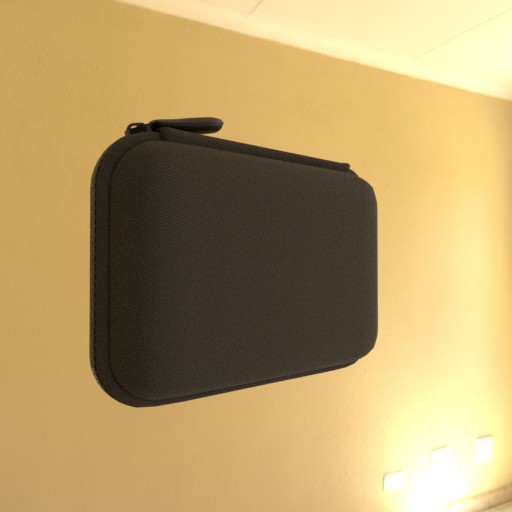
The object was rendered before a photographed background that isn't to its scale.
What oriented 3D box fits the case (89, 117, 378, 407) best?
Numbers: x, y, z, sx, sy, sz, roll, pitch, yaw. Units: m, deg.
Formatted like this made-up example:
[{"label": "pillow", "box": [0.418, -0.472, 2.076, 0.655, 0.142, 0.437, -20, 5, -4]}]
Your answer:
[{"label": "case", "box": [0.000, 0.000, 0.182, 0.132, 0.105, 0.038, 1, -1, -36]}]
